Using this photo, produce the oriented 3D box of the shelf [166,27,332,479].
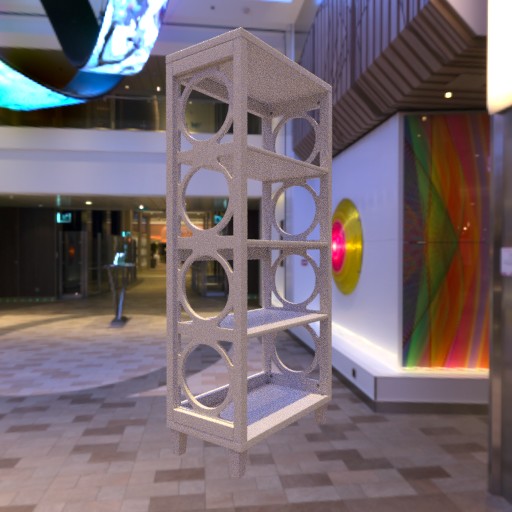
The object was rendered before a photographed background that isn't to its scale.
[{"bbox_3d":[0.000,0.000,1.712,0.340,1.411,0.611,0,1,37],"label":"shelf"}]
